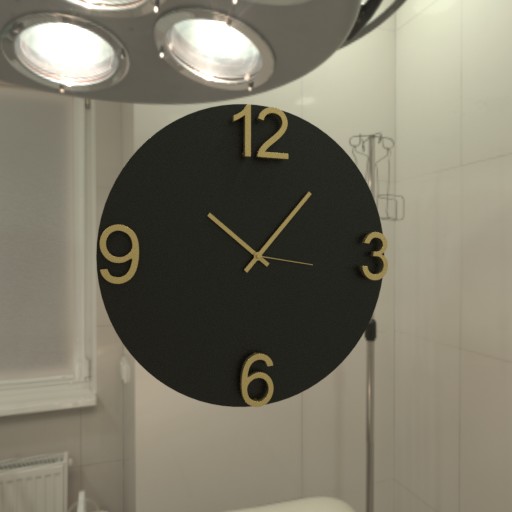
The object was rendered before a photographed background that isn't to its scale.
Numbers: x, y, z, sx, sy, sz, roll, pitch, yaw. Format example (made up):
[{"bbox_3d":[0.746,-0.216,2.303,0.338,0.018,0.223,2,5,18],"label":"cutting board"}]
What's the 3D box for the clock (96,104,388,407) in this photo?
[{"bbox_3d":[0.000,0.000,0.670,0.454,0.454,0.038,0,1,-19],"label":"clock"}]
